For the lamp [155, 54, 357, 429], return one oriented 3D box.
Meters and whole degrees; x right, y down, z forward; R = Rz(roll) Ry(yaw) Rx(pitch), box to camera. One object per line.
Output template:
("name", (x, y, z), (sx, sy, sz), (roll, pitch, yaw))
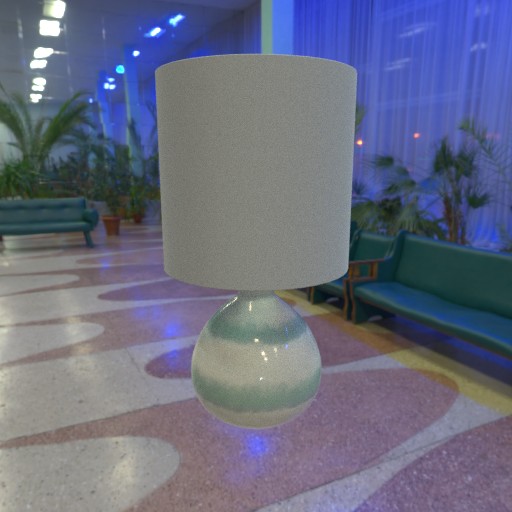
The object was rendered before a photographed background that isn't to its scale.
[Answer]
("lamp", (0.000, 0.000, 0.530), (0.217, 0.404, 0.217), (-6, 14, -25))
